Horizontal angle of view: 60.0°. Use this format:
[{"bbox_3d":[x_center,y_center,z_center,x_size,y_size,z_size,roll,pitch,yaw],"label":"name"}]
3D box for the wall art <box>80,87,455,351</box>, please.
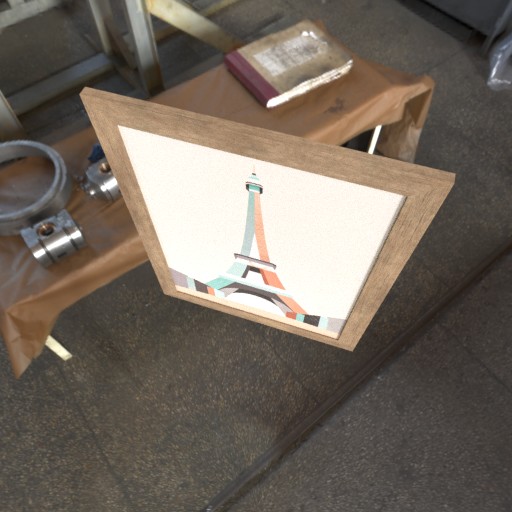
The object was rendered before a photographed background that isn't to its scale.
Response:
[{"bbox_3d":[0.000,0.000,0.904,0.534,0.686,0.018,16,61,9],"label":"wall art"}]
